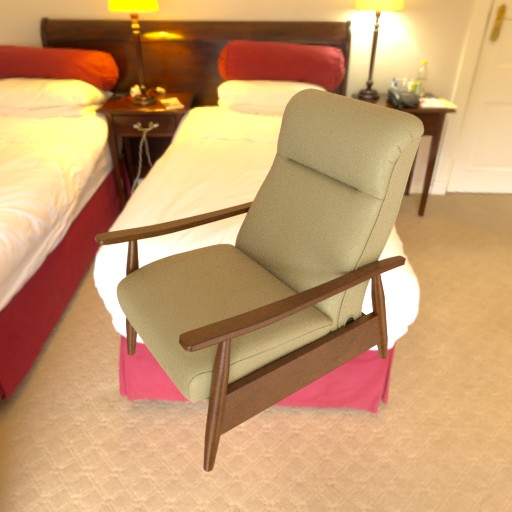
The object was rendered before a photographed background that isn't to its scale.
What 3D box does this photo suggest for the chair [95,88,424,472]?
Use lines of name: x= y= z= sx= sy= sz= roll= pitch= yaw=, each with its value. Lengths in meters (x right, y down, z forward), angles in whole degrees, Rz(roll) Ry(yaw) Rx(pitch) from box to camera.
chair: x=0.000 y=0.000 z=1.761 sx=1.014 sy=1.082 sz=0.762 roll=-21 pitch=38 yaw=-30
